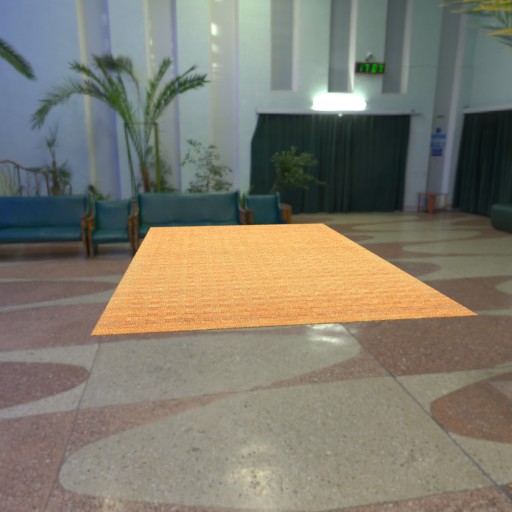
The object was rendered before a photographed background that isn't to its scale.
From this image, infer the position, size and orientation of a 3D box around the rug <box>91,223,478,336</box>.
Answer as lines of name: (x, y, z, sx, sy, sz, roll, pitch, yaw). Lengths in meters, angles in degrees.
rug: (0.000, 0.000, 2.815, 1.524, 0.006, 2.285, -2, 14, -7)
